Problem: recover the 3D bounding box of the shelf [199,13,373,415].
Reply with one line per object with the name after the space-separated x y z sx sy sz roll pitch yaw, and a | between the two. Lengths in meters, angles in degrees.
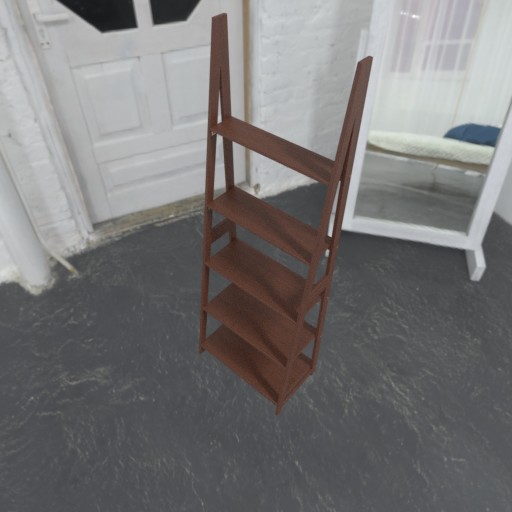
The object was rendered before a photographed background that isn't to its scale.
0.000 0.000 1.956 0.600 1.770 0.350 31 53 27 | shelf
